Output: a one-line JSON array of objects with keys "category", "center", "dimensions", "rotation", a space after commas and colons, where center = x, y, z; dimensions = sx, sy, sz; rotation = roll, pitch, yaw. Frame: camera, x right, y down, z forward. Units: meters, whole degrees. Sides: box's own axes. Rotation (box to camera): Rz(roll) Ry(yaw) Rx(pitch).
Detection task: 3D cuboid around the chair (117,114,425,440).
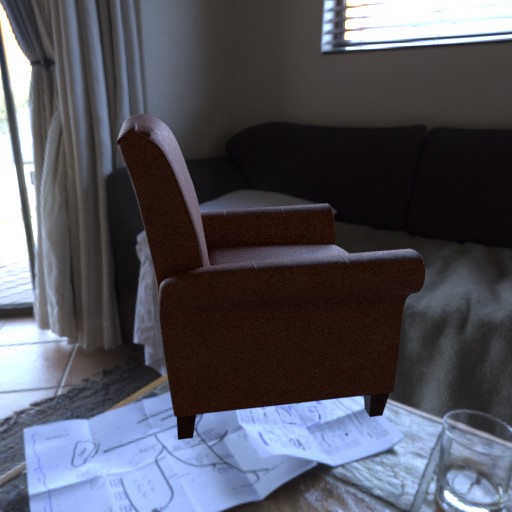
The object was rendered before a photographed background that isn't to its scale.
[{"category": "chair", "center": [0.000, 0.000, 1.742], "dimensions": [0.902, 1.061, 0.978], "rotation": [-3, 17, -9]}]
